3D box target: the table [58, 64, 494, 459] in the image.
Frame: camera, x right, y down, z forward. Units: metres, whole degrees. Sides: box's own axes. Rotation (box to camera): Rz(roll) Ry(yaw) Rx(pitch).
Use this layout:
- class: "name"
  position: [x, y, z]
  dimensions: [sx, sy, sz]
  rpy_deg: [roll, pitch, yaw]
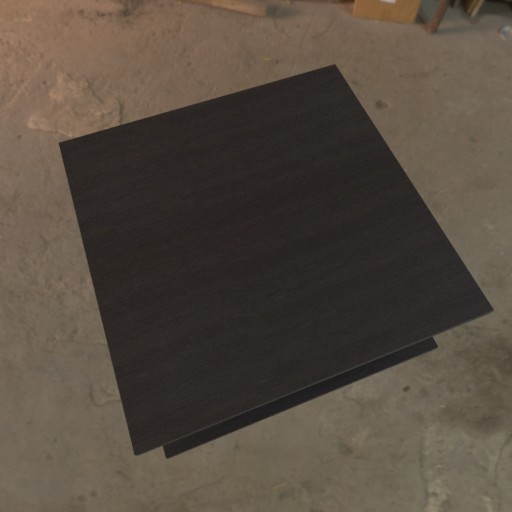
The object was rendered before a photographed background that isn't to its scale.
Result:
- class: "table"
  position: [0.000, 0.000, 1.187]
  dimensions: [0.762, 0.396, 0.762]
  rpy_deg: [-19, 66, -9]
